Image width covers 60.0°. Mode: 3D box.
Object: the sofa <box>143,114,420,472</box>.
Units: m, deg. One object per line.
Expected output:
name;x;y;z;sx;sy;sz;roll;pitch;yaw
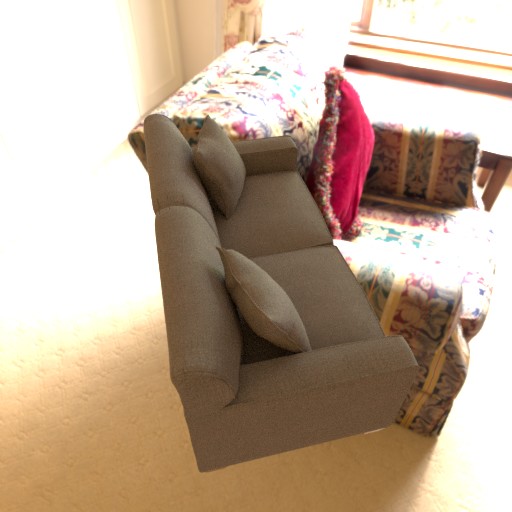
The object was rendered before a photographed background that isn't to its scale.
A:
sofa;0.000;0.000;2.433;1.000;0.958;1.846;-10;46;-9
